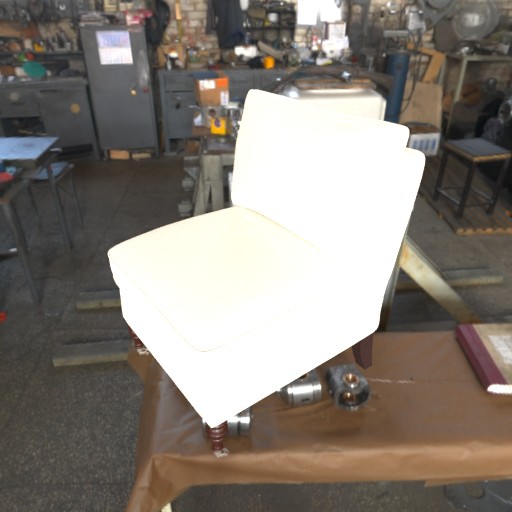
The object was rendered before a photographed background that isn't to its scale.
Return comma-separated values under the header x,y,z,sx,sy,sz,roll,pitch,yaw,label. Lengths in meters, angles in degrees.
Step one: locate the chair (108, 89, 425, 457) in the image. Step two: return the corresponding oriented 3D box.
x,y,z,sx,sy,sz,roll,pitch,yaw,label
0.000,0.000,1.416,0.781,0.887,0.630,-21,37,-31,chair
